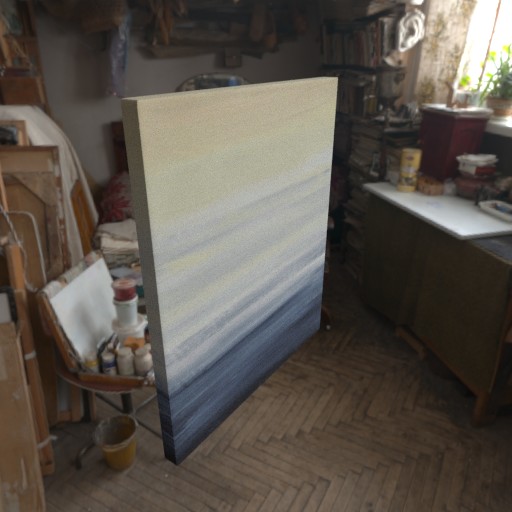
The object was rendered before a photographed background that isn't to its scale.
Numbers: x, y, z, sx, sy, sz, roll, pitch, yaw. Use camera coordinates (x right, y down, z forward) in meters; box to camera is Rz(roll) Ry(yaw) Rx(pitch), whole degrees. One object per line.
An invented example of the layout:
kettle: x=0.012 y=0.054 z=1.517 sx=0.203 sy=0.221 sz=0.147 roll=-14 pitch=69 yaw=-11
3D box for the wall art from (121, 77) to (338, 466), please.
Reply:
wall art: x=0.000 y=0.000 z=0.983 sx=0.041 sy=0.710 sz=0.608 roll=17 pitch=30 yaw=32
